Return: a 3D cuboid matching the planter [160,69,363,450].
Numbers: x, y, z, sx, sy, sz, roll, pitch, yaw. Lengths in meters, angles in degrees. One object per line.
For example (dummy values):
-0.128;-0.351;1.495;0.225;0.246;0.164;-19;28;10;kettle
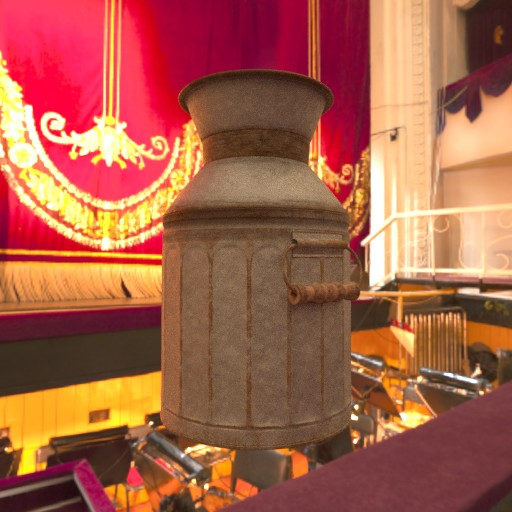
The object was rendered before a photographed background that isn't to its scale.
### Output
0.000;0.000;0.510;0.215;0.358;0.248;0;-1;-37;planter
